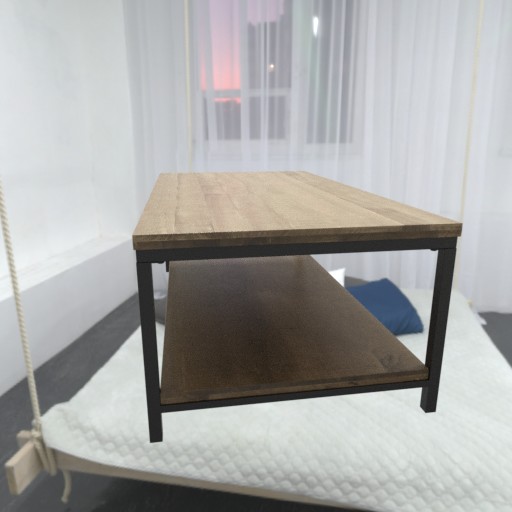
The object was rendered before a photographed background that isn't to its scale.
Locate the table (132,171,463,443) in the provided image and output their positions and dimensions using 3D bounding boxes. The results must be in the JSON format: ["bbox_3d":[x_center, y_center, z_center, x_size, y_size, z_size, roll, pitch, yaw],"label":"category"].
[{"bbox_3d":[0.000,0.000,1.305,0.574,0.393,1.062,-3,16,-9],"label":"table"}]
